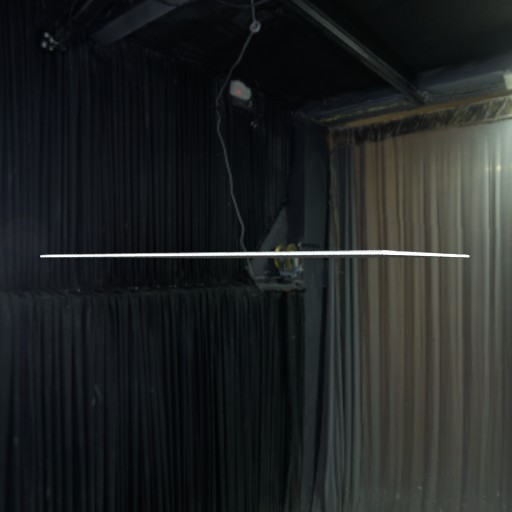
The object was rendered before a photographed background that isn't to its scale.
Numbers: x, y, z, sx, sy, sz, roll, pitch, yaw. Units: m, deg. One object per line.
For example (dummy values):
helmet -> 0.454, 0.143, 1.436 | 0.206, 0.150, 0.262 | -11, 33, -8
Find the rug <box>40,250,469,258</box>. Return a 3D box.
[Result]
rug -> 0.000, 0.000, 2.809 | 2.202, 0.014, 1.598 | 0, -1, 35
